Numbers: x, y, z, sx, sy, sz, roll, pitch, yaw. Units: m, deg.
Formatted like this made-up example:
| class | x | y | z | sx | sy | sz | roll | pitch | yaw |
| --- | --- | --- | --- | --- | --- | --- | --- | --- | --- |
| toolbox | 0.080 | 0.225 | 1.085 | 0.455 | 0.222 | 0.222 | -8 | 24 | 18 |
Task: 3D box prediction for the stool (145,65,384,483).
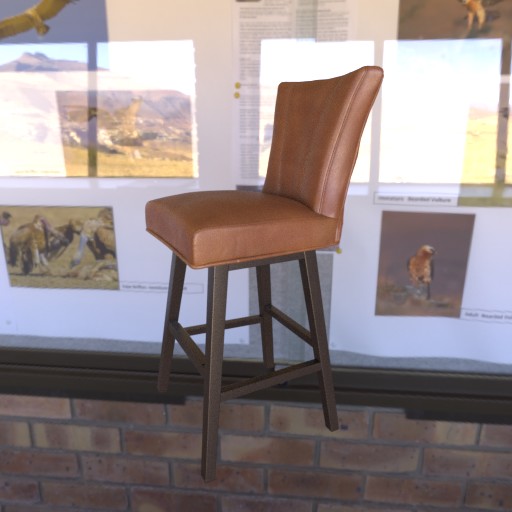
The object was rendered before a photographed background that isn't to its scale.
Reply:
| class | x | y | z | sx | sy | sz | roll | pitch | yaw |
| --- | --- | --- | --- | --- | --- | --- | --- | --- | --- |
| stool | 0.000 | 0.000 | 1.407 | 0.585 | 1.094 | 0.522 | -8 | 17 | -25 |
